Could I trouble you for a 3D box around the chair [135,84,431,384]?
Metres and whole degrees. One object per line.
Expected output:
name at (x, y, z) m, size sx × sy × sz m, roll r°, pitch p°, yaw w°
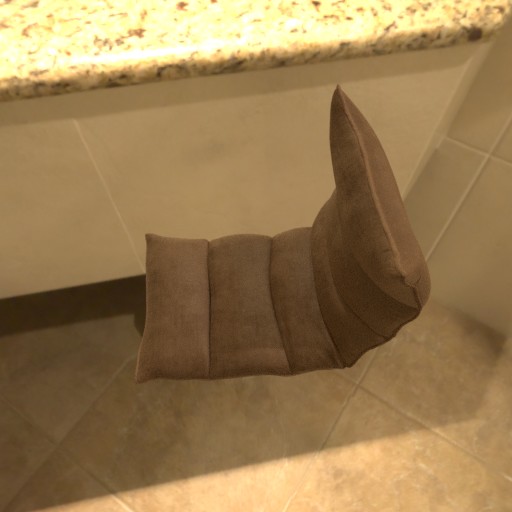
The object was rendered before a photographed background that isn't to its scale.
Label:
chair at (0.000, 0.000, 1.593) m, size 0.985 × 0.892 × 0.714 m, roll -3°, pitch 58°, yaw -2°
